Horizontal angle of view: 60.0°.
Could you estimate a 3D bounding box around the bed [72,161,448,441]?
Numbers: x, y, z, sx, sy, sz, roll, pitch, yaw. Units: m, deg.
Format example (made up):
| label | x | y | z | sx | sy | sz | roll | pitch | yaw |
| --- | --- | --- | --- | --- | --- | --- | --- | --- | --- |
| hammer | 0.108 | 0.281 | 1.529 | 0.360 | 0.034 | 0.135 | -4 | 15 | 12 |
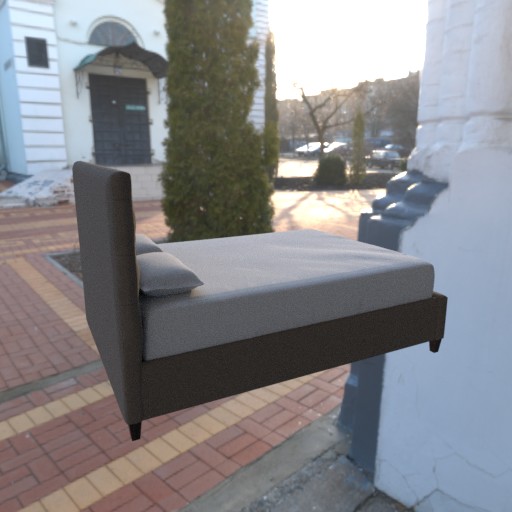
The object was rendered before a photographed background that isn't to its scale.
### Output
| label | x | y | z | sx | sy | sz | roll | pitch | yaw |
| --- | --- | --- | --- | --- | --- | --- | --- | --- | --- |
| bed | 0.000 | 0.000 | 3.427 | 2.387 | 1.427 | 1.698 | -7 | 16 | -26 |
